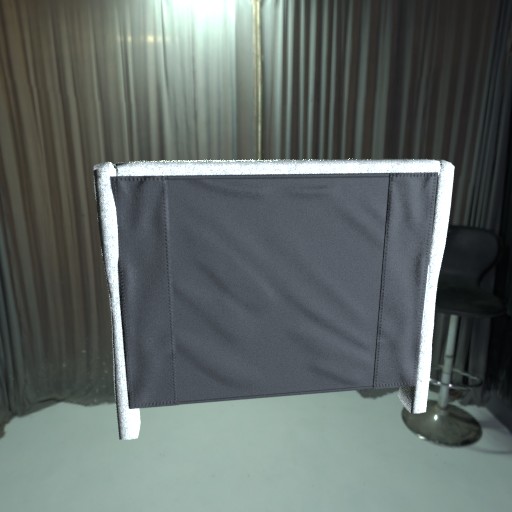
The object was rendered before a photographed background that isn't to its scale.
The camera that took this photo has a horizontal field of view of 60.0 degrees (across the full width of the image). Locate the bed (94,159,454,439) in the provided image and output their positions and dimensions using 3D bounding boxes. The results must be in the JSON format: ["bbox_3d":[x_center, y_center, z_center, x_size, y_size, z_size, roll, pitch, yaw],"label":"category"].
[{"bbox_3d":[0.000,0.000,3.906,2.219,1.771,2.347,-2,16,-8],"label":"bed"}]
